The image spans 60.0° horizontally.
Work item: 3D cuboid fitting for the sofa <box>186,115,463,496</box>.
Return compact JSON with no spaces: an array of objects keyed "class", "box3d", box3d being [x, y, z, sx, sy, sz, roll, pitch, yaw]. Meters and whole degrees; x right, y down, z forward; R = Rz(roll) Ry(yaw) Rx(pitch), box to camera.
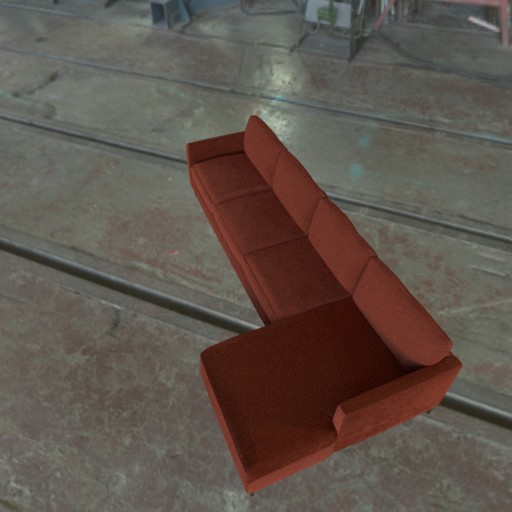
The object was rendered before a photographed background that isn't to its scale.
[{"class":"sofa","box3d":[0.000,0.000,3.379,1.350,0.810,2.932,-17,48,-16]}]
